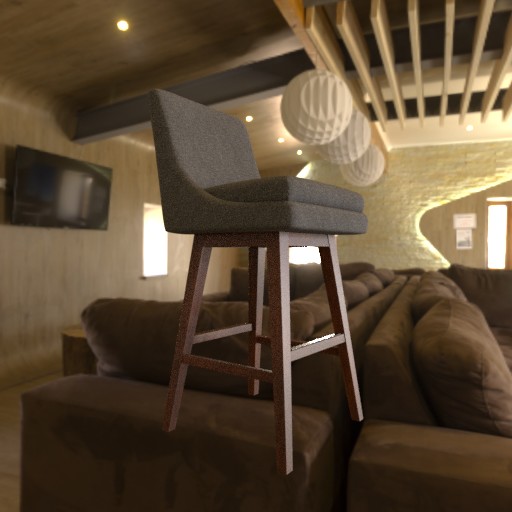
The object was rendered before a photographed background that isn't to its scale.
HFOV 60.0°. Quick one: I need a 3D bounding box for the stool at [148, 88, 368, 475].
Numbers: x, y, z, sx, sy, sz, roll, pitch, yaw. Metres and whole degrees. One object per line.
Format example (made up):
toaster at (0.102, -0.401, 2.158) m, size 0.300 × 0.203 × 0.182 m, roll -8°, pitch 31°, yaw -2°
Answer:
stool at (0.000, 0.000, 1.419) m, size 0.572 × 1.068 × 0.489 m, roll 0°, pitch 1°, yaw 37°
